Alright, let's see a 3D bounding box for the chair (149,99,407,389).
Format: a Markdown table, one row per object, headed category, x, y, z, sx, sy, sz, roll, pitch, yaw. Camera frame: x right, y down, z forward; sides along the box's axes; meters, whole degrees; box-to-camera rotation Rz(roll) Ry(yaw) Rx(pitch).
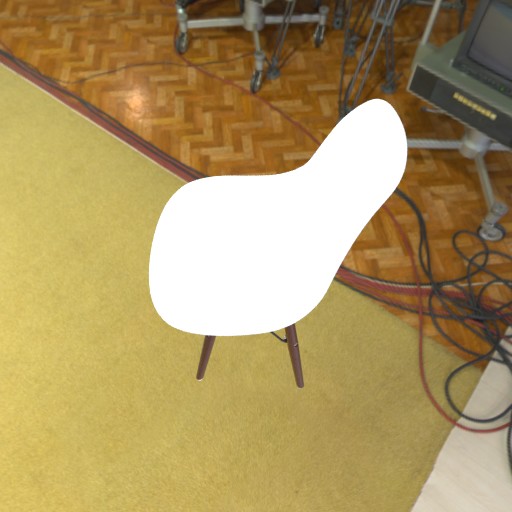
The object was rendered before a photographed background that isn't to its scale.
| category | x | y | z | sx | sy | sz | roll | pitch | yaw |
| --- | --- | --- | --- | --- | --- | --- | --- | --- | --- |
| chair | 0.000 | 0.000 | 1.140 | 0.533 | 0.826 | 0.470 | 0 | 58 | 0 |
